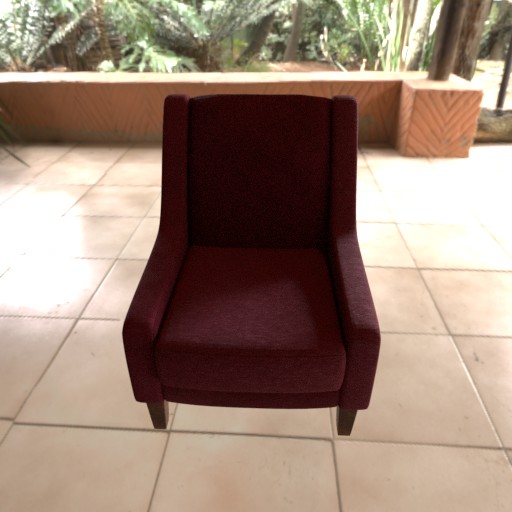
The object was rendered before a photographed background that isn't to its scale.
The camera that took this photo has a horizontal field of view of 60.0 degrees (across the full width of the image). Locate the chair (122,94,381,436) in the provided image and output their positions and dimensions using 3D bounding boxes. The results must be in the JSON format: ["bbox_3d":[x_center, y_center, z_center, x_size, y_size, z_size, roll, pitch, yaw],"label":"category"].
[{"bbox_3d":[0.000,0.000,1.680,0.793,1.017,0.985,1,30,2],"label":"chair"}]
